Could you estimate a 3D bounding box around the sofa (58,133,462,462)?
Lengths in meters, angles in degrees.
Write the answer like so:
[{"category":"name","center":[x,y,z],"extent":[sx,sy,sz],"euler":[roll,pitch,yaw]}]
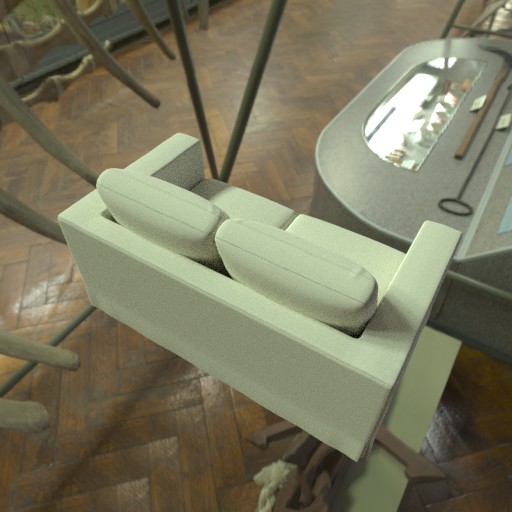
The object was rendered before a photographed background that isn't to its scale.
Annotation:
[{"category":"sofa","center":[0.000,0.000,2.360],"extent":[1.813,0.932,1.009],"euler":[24,50,22]}]
